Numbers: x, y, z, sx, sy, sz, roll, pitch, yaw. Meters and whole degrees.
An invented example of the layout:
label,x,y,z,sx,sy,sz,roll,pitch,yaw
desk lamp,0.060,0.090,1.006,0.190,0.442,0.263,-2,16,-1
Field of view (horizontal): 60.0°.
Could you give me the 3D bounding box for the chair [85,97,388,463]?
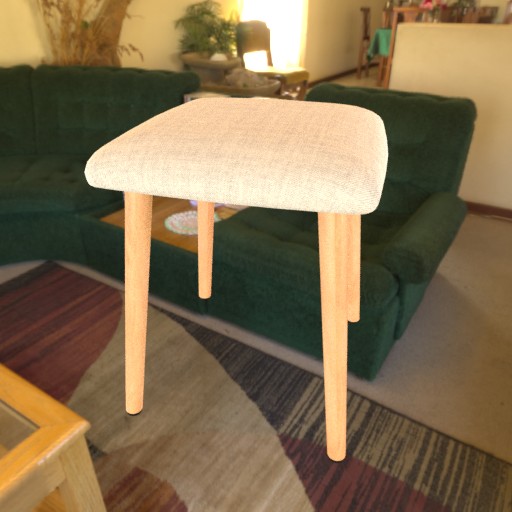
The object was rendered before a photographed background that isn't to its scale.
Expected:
label,x,y,z,sx,sy,sz,roll,pitch,yaw
chair,0.000,0.000,0.694,0.350,0.440,0.350,8,31,13
